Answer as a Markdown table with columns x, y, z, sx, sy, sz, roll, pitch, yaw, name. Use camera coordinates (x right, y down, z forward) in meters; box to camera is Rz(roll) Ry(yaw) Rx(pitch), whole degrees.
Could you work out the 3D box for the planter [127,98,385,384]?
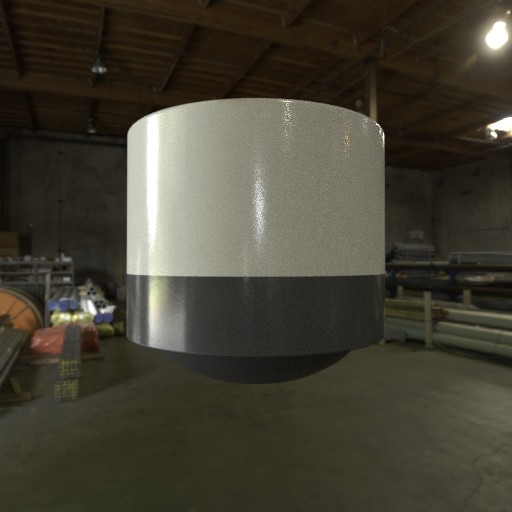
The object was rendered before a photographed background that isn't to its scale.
| x | y | z | sx | sy | sz | roll | pitch | yaw | name |
| --- | --- | --- | --- | --- | --- | --- | --- | --- | --- |
| 0.000 | 0.000 | 0.345 | 0.193 | 0.177 | 0.193 | 0 | -1 | 0 | planter |
